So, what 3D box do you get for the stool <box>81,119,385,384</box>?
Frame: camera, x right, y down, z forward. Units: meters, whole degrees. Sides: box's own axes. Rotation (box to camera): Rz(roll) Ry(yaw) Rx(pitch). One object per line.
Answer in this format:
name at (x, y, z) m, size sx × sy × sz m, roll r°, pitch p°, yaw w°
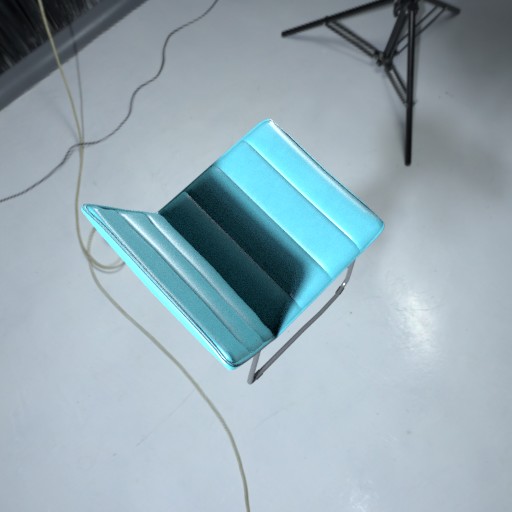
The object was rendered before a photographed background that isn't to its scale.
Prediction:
stool at (0.000, 0.000, 1.216) m, size 0.524 × 0.936 × 0.489 m, roll -43°, pitch 79°, yaw -10°
